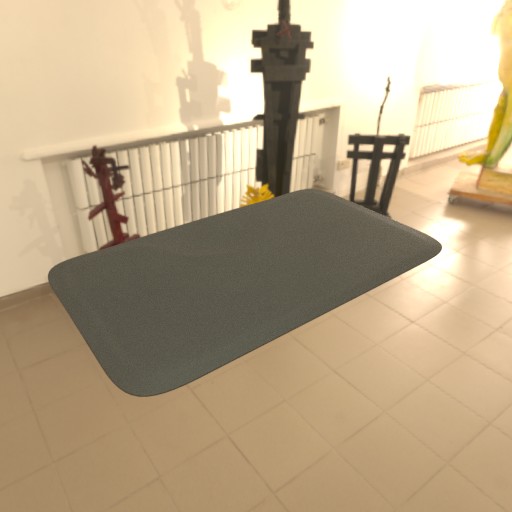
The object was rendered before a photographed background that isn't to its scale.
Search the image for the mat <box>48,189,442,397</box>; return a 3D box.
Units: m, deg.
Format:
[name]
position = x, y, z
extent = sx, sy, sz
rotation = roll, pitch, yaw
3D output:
[mat]
position = 0.000, 0.000, 1.884
extent = 1.524, 0.013, 0.918
rotation = -21, 36, -31
